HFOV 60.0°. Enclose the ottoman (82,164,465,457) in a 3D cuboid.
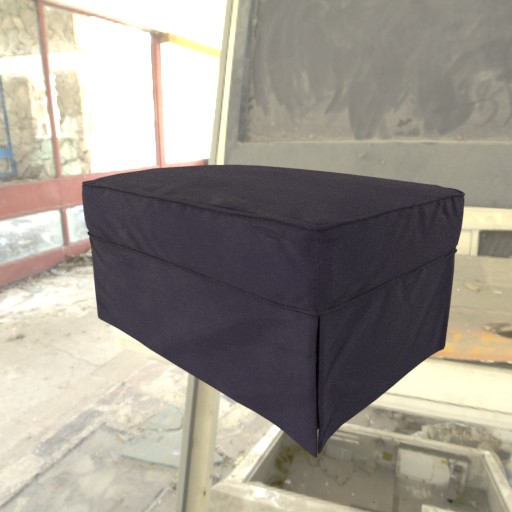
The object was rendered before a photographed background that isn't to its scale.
[{"bbox_3d":[0.000,0.000,1.279,0.637,0.503,0.938,-15,22,-43],"label":"ottoman"}]
